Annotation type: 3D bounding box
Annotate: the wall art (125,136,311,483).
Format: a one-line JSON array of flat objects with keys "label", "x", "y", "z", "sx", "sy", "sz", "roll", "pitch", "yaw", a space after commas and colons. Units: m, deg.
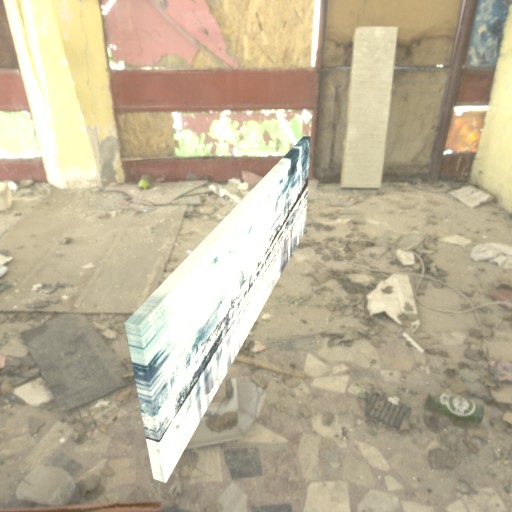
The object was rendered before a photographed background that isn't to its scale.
[{"label": "wall art", "x": 0.000, "y": 0.000, "z": 1.638, "sx": 0.037, "sy": 0.509, "sz": 1.524, "roll": 10, "pitch": 31, "yaw": 16}]
